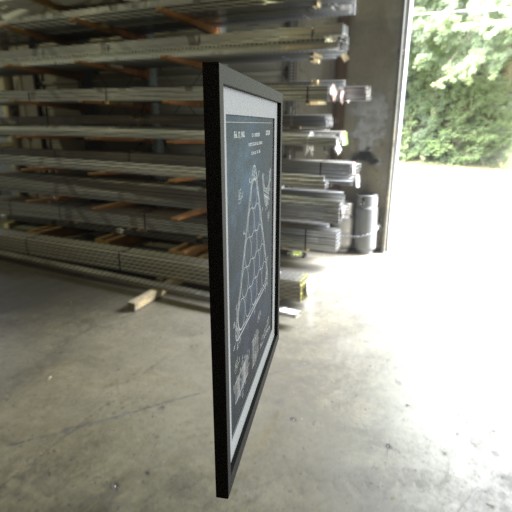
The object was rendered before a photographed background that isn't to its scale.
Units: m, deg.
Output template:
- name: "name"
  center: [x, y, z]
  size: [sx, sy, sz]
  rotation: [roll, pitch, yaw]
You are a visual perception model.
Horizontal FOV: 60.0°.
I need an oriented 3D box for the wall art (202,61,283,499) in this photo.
- name: "wall art"
  center: [0.000, 0.000, 1.182]
  size: [0.028, 0.863, 0.755]
  rotation: [3, 17, 11]
